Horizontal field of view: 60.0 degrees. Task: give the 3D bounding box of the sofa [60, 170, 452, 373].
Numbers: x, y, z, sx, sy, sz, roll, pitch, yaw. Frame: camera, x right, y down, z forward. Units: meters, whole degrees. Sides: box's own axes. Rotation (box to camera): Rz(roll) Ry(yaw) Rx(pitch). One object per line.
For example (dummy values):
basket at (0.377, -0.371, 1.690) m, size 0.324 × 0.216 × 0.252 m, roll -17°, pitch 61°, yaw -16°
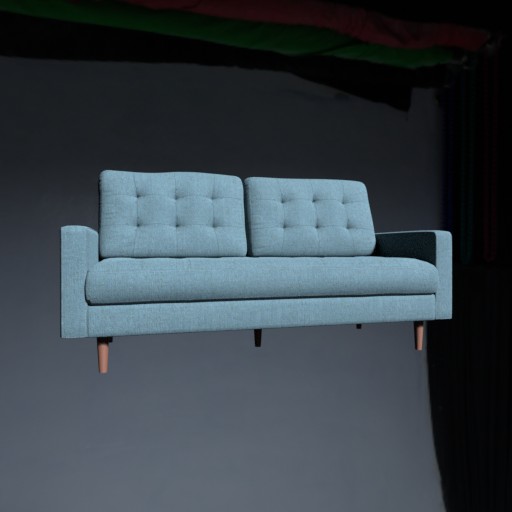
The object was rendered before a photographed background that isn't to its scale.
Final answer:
sofa at (0.000, 0.000, 2.604) m, size 2.010 × 1.050 × 0.966 m, roll 0°, pitch 1°, yaw -16°
